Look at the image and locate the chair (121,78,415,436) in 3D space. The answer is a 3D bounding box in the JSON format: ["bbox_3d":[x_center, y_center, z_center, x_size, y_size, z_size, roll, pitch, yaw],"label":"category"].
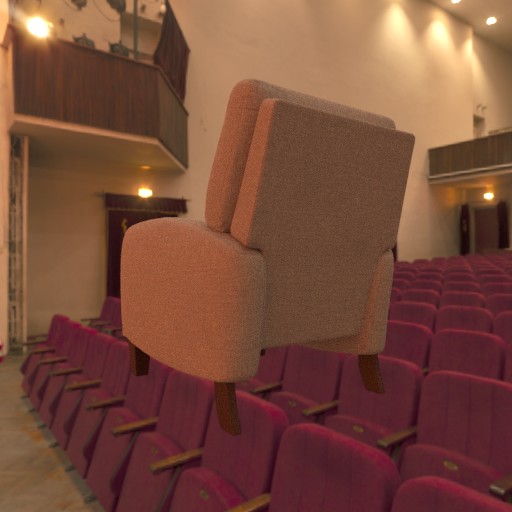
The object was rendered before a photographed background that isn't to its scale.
[{"bbox_3d":[0.000,0.000,1.690,0.762,0.990,0.990,0,0,-36],"label":"chair"}]
